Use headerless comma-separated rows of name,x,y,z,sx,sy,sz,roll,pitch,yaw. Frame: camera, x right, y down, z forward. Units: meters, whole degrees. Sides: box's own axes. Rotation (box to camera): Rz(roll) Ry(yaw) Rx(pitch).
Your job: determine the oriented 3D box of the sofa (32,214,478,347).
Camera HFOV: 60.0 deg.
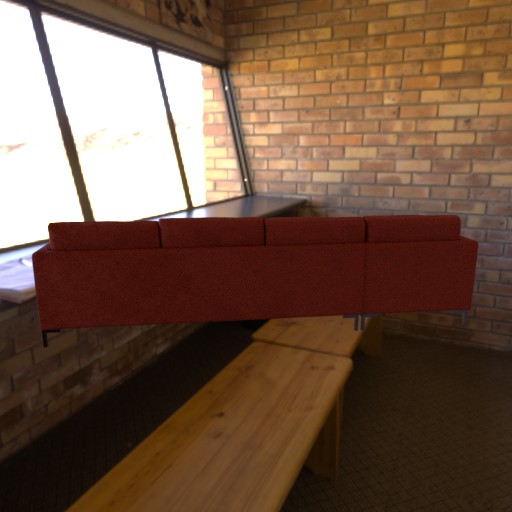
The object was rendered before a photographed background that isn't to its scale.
sofa,0.000,0.000,2.947,2.467,0.663,1.136,-2,14,-7
